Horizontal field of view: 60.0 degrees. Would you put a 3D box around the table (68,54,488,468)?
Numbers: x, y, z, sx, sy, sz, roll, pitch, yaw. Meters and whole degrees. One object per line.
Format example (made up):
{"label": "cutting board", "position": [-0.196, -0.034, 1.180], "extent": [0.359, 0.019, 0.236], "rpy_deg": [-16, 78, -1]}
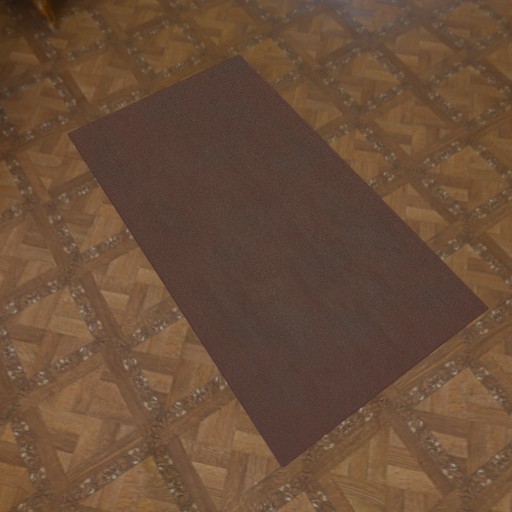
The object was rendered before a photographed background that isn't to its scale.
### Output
{"label": "table", "position": [0.000, 0.000, 1.233], "extent": [0.533, 0.456, 0.943], "rpy_deg": [-31, 67, -15]}
